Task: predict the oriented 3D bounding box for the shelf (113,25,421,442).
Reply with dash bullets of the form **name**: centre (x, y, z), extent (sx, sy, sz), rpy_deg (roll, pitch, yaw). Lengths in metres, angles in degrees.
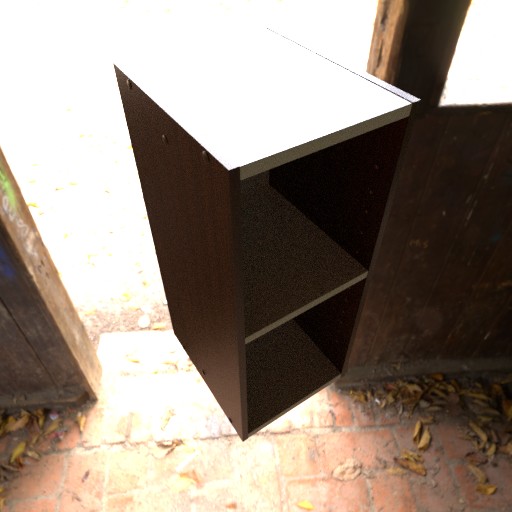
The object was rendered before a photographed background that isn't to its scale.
- **shelf**: centre (0.000, 0.000, 0.745), extent (0.253, 0.600, 0.290), rpy_deg (-25, 50, -23)
